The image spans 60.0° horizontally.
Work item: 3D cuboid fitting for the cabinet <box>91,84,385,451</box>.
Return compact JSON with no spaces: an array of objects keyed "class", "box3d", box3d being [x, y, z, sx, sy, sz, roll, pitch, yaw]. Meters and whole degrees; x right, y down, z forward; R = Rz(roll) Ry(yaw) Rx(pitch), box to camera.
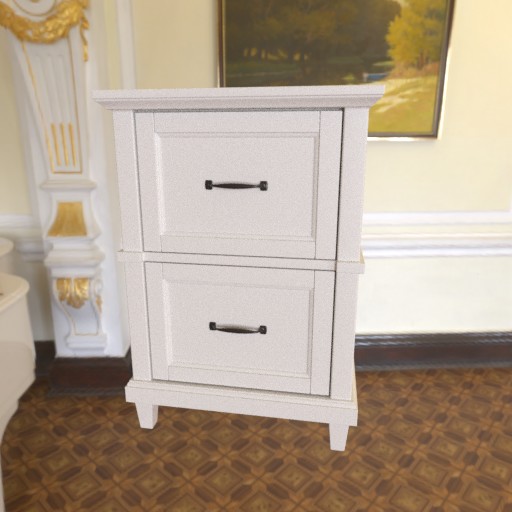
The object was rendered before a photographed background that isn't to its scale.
[{"class":"cabinet","box3d":[0.000,0.000,1.161,0.544,0.775,0.547,3,15,10]}]
